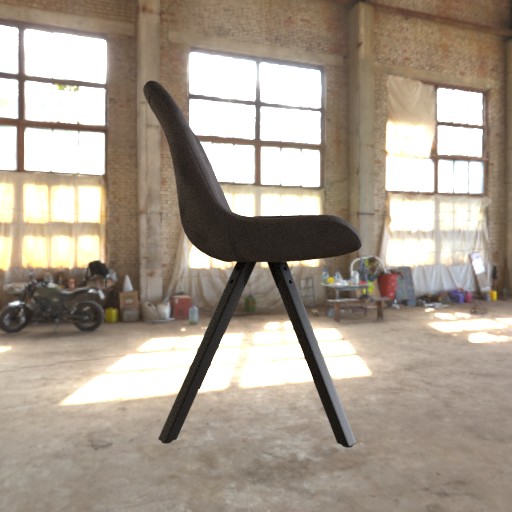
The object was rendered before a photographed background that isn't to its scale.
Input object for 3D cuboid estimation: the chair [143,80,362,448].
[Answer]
[{"bbox_3d":[0.000,0.000,1.197,0.550,0.850,0.476,0,1,1],"label":"chair"}]
